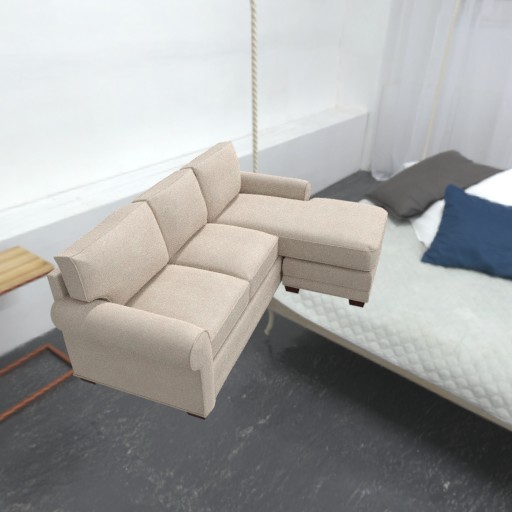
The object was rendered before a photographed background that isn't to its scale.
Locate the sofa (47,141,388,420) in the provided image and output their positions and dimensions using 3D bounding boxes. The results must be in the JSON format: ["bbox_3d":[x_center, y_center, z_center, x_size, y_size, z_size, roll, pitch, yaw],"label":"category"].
[{"bbox_3d":[0.000,0.000,2.379,1.226,0.734,1.770,11,33,17],"label":"sofa"}]
